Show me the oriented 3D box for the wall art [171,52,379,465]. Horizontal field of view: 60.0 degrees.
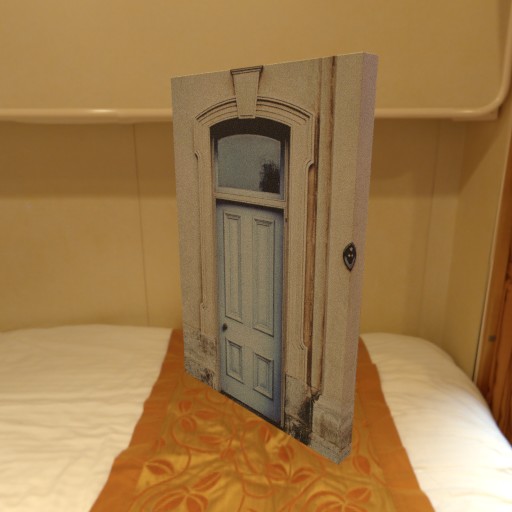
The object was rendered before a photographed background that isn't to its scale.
[{"bbox_3d":[0.000,0.000,0.773,0.403,0.607,0.036,15,22,42],"label":"wall art"}]
